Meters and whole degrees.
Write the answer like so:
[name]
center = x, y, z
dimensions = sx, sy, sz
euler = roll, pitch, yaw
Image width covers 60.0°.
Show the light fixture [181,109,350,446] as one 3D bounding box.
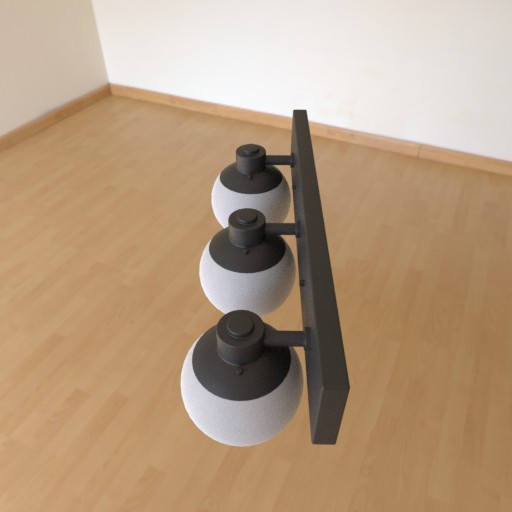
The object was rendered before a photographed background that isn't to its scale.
[light fixture]
center = 0.000, 0.000, 0.835
dimensions = 0.218, 0.263, 0.721
euler = 1, 42, 1
